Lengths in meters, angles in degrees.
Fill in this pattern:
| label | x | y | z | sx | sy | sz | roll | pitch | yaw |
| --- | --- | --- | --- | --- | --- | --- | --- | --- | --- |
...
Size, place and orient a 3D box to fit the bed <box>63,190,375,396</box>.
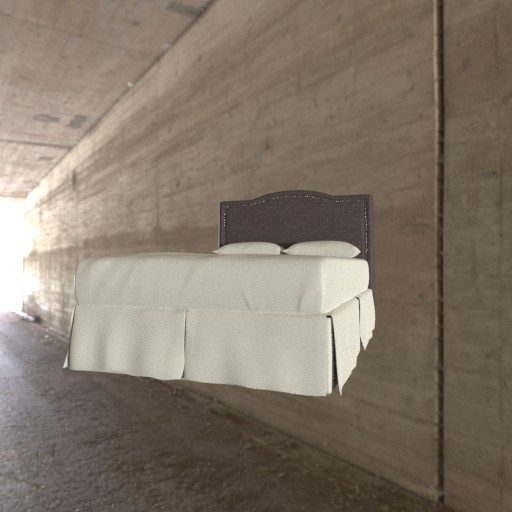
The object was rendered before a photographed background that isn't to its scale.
| label | x | y | z | sx | sy | sz | roll | pitch | yaw |
| --- | --- | --- | --- | --- | --- | --- | --- | --- | --- |
| bed | 0.000 | 0.000 | 3.616 | 1.741 | 1.441 | 2.507 | 0 | -1 | 19 |
